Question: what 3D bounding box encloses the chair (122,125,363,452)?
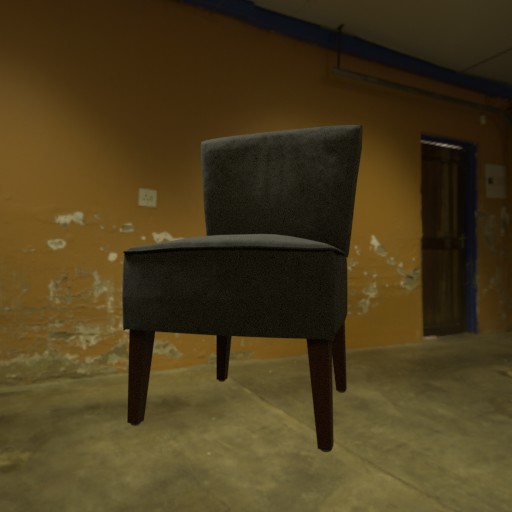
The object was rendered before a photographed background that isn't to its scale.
[{"bbox_3d":[0.000,0.000,1.188,0.521,0.806,0.554,-1,-2,19],"label":"chair"}]
